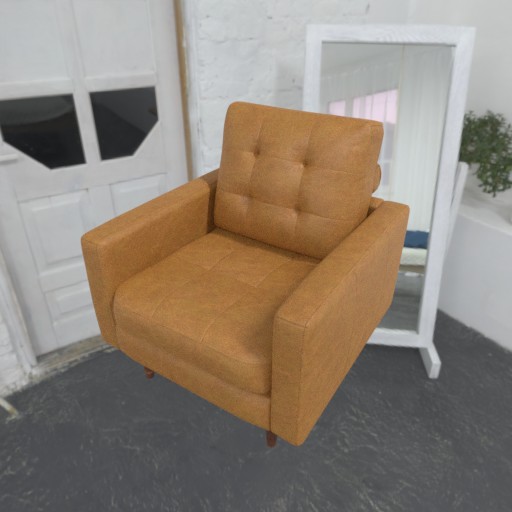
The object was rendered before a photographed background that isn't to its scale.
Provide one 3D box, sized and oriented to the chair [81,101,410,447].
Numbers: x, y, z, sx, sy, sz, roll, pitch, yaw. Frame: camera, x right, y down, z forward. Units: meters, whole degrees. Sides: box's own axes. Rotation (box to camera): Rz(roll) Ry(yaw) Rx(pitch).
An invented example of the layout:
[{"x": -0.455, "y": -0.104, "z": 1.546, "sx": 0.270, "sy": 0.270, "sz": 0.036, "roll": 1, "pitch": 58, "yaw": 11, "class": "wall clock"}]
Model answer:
[{"x": 0.000, "y": 0.000, "z": 1.544, "sx": 0.831, "sy": 0.896, "sz": 0.868, "roll": 18, "pitch": 36, "yaw": 28, "class": "chair"}]
